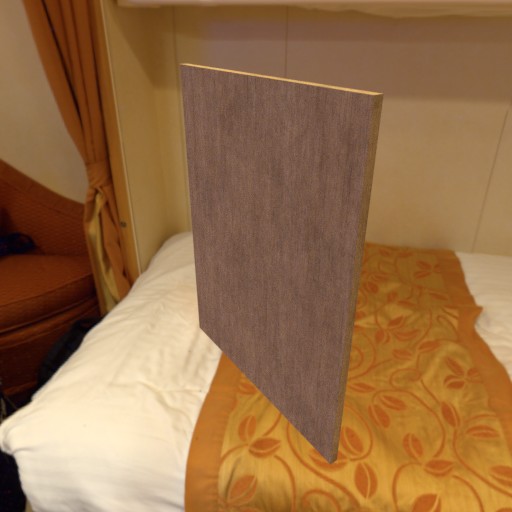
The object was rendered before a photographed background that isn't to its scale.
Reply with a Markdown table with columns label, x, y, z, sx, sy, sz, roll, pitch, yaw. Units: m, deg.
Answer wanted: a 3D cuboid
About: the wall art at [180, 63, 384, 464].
| label | x | y | z | sx | sy | sz | roll | pitch | yaw |
| --- | --- | --- | --- | --- | --- | --- | --- | --- | --- |
| wall art | 0.000 | 0.000 | 0.903 | 0.018 | 0.686 | 0.534 | -18 | 33 | -30 |
